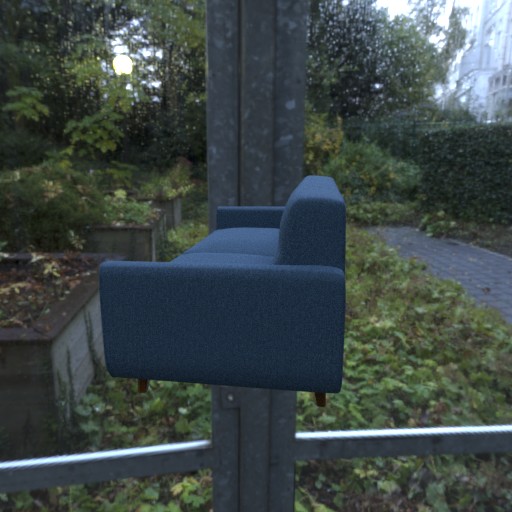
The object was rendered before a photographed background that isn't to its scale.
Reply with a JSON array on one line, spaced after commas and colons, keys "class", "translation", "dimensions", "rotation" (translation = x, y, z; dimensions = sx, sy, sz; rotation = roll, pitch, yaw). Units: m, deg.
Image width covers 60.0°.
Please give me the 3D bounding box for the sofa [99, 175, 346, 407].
[{"class": "sofa", "translation": [0.000, 0.000, 2.619], "dimensions": [0.942, 0.884, 2.055], "rotation": [2, 13, 8]}]
